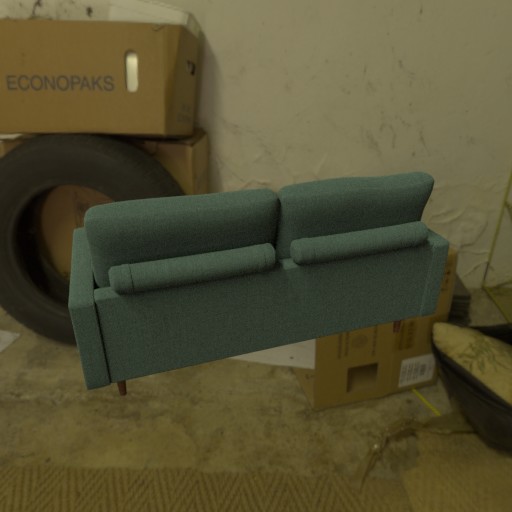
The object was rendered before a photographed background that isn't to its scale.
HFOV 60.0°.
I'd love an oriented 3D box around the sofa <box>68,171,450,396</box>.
[{"bbox_3d":[0.000,0.000,2.624,2.010,1.050,0.966,-9,28,-17],"label":"sofa"}]
